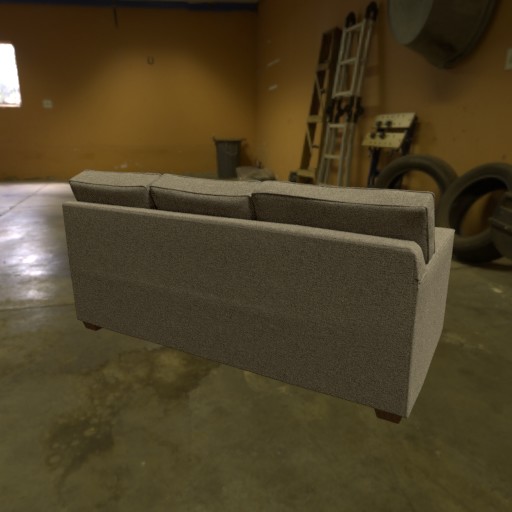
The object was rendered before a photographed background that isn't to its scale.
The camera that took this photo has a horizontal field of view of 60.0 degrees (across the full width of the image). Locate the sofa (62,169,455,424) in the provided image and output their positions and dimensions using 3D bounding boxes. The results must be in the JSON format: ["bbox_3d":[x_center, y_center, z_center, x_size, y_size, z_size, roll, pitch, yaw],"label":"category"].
[{"bbox_3d":[0.000,0.000,2.522,1.963,0.946,1.034,9,18,28],"label":"sofa"}]
